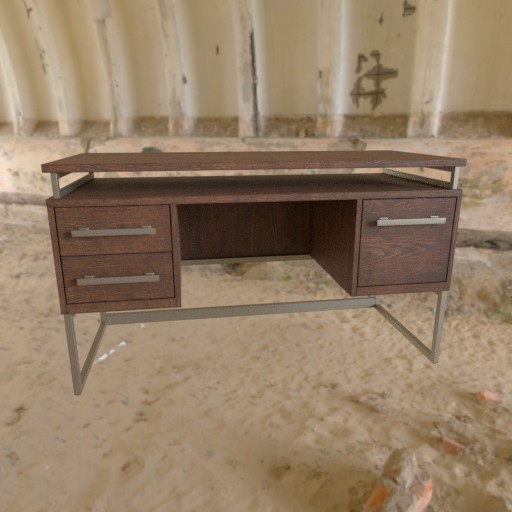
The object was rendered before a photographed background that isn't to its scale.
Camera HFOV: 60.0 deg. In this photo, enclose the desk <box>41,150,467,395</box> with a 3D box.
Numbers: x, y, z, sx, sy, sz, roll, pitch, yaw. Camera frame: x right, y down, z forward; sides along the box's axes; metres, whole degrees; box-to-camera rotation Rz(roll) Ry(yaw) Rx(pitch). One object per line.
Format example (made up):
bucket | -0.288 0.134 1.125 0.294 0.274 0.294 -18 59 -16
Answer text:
desk | 0.000 0.000 1.796 1.384 0.792 0.610 -3 17 -9
